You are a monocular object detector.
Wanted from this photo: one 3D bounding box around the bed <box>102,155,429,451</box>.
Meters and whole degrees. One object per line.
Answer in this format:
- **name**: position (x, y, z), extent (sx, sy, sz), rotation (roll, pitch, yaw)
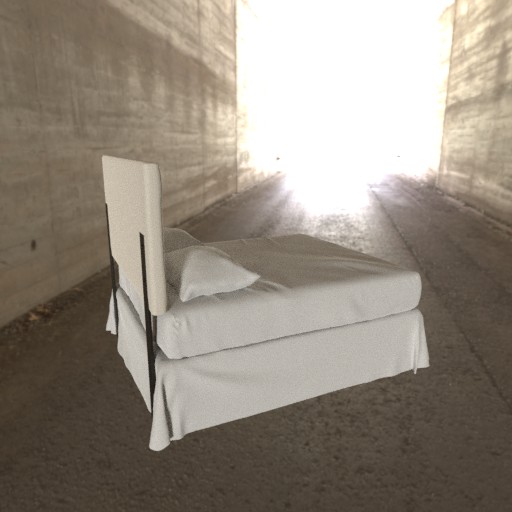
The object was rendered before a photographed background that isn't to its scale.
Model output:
- **bed**: position (0.000, 0.000, 3.574), extent (2.222, 1.577, 1.936), rotation (-7, 16, -25)
